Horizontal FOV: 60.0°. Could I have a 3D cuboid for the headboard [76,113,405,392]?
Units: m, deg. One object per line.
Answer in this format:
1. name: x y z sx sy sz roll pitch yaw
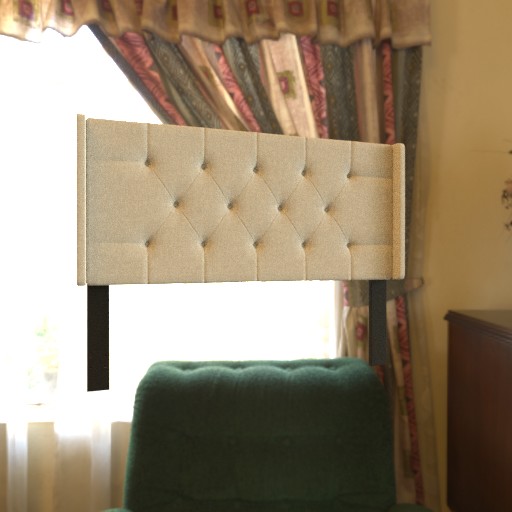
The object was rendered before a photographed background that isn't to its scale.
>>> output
1. headboard: 0.000 0.000 2.739 2.051 1.524 0.184 0 0 -18
